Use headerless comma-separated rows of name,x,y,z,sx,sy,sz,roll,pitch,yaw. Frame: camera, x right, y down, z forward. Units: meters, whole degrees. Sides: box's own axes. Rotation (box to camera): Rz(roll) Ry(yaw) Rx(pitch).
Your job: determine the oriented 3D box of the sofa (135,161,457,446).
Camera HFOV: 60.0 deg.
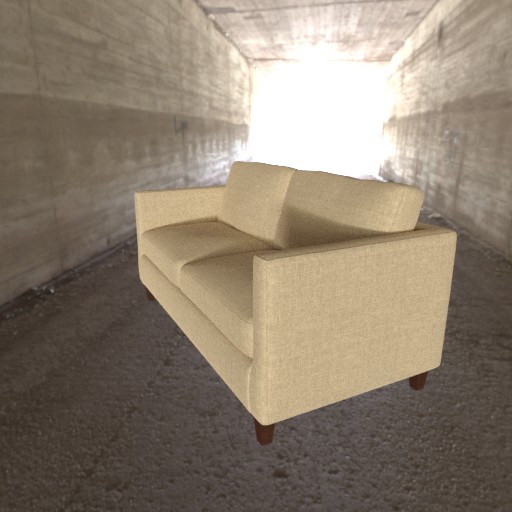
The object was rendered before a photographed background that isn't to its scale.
sofa,0.000,0.000,2.490,0.950,0.963,1.884,-8,18,-26
